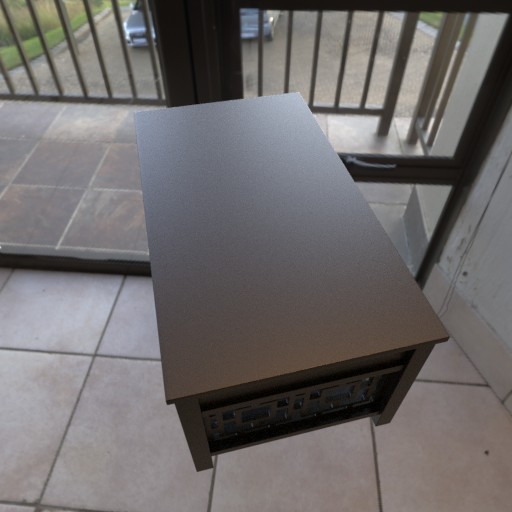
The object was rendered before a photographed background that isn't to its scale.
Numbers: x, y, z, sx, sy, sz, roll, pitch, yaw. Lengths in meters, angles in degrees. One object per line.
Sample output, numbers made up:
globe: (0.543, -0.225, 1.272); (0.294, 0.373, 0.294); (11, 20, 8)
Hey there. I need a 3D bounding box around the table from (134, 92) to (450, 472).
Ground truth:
table: (0.000, 0.000, 1.419); (0.612, 0.493, 1.068); (-10, 49, -9)
